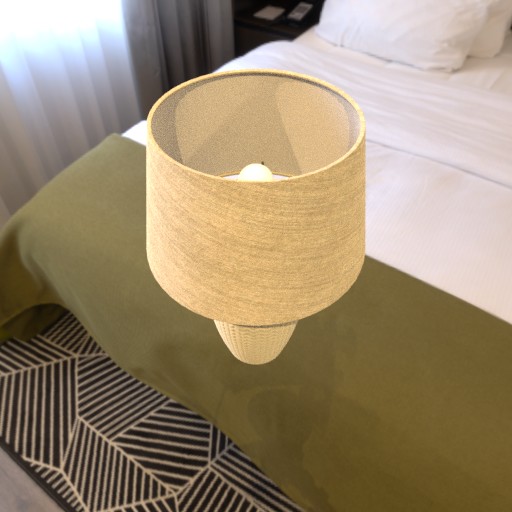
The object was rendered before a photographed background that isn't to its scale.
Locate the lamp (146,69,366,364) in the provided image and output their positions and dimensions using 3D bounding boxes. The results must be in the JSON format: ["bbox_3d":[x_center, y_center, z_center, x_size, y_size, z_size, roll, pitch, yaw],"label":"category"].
[{"bbox_3d":[0.000,0.000,0.840,0.390,0.580,0.390,0,47,0],"label":"lamp"}]
